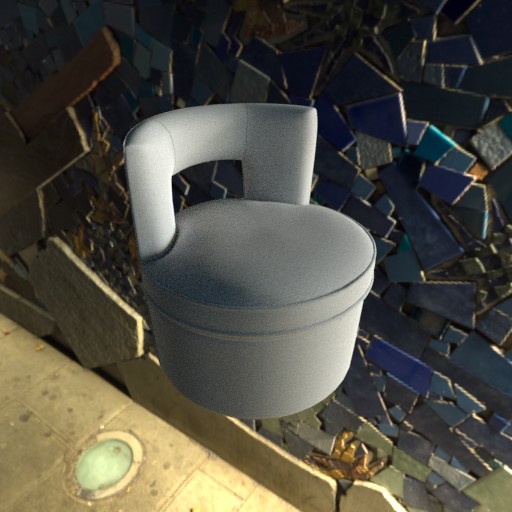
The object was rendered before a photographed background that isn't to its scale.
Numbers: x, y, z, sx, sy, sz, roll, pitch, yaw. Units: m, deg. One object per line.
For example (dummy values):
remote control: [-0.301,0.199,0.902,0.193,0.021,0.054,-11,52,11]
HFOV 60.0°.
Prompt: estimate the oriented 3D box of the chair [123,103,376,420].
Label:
chair: [0.000,0.000,1.265,0.650,0.723,0.665,-23,37,-33]
